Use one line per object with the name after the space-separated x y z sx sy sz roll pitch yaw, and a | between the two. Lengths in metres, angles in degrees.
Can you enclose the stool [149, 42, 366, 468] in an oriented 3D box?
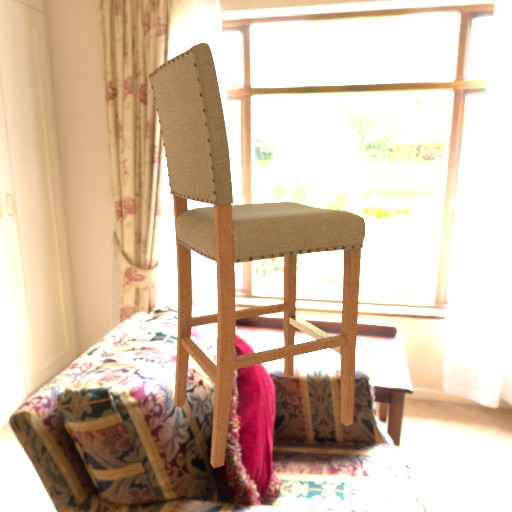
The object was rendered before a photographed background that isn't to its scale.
0.000 0.000 1.507 0.585 1.203 0.445 -6 14 -27 | stool
